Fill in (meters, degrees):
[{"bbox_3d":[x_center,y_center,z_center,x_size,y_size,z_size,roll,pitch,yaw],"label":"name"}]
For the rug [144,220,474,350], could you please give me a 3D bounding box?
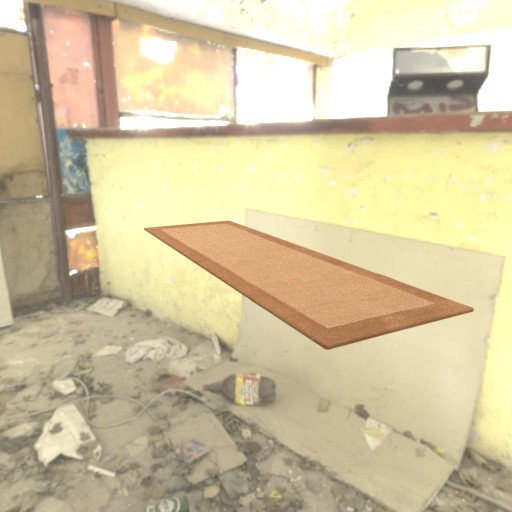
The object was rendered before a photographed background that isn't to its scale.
[{"bbox_3d":[0.000,0.000,2.711,0.764,0.017,2.439,-8,16,-27],"label":"rug"}]
